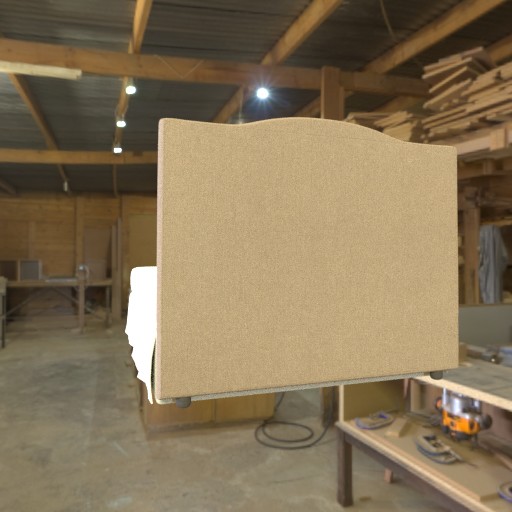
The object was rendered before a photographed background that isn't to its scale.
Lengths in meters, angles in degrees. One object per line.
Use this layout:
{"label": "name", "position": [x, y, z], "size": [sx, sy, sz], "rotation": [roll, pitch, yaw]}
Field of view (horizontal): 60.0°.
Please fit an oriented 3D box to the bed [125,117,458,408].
{"label": "bed", "position": [0.000, 0.000, 3.371], "size": [1.821, 1.436, 2.282], "rotation": [0, 0, -19]}
